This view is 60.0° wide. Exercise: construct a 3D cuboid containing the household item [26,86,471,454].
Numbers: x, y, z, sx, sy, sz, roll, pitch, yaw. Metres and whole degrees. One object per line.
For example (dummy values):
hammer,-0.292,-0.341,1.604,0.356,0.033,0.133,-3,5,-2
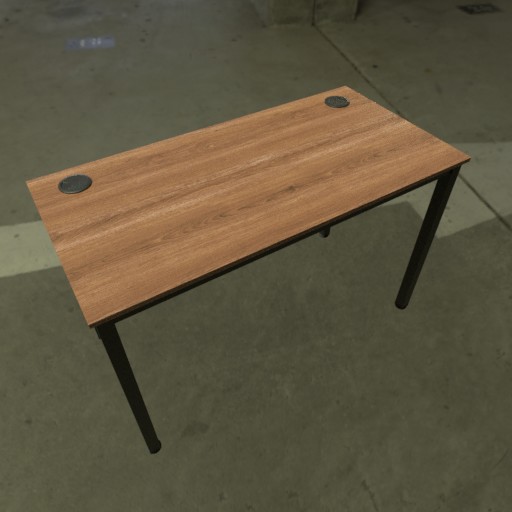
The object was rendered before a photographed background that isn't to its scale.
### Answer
household item,0.000,0.000,1.590,1.200,0.750,0.600,-24,50,-22
